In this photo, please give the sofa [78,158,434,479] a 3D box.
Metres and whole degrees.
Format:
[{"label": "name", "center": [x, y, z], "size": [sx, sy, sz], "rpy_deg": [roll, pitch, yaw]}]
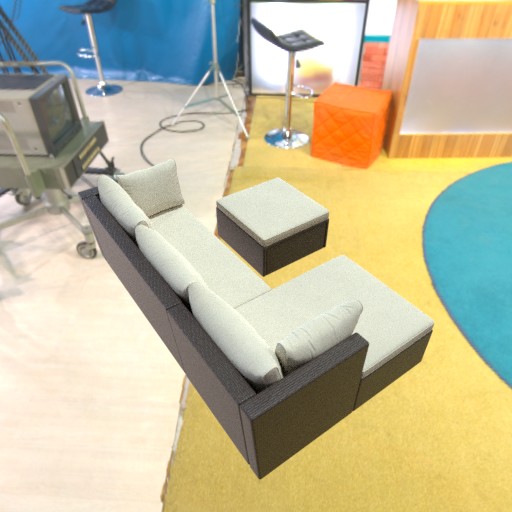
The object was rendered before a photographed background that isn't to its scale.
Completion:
[{"label": "sofa", "center": [0.000, 0.000, 3.022], "size": [1.612, 0.766, 2.192], "rpy_deg": [-24, 45, -27]}]
